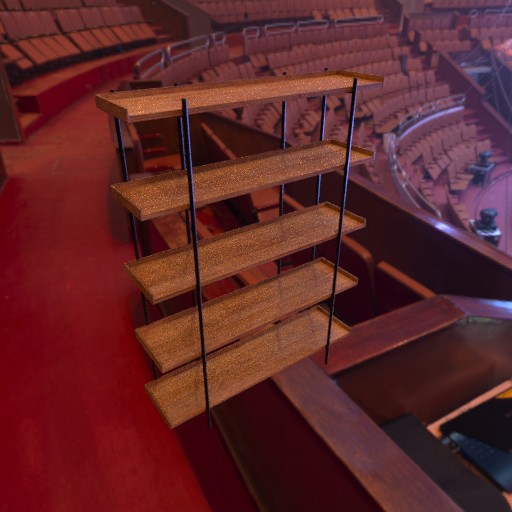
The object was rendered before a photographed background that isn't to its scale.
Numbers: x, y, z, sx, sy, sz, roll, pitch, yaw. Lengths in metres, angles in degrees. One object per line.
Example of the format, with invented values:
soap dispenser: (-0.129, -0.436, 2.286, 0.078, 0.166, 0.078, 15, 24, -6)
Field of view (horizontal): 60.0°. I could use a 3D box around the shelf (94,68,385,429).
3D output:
shelf: (0.000, 0.000, 2.470, 1.371, 1.826, 0.379, -19, 35, -30)
